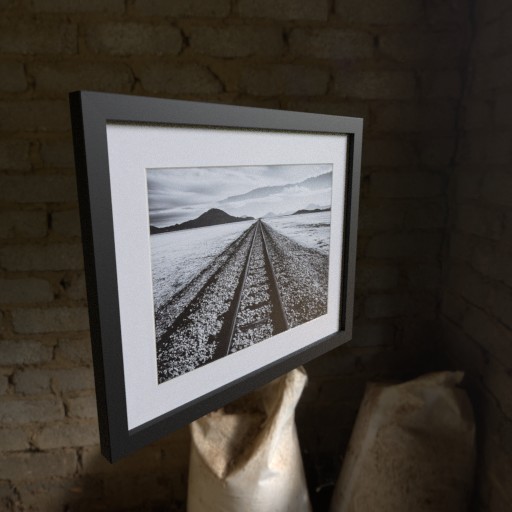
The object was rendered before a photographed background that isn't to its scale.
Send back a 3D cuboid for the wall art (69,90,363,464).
[{"bbox_3d":[0.000,0.000,0.724,0.029,0.458,0.559,13,18,43],"label":"wall art"}]
